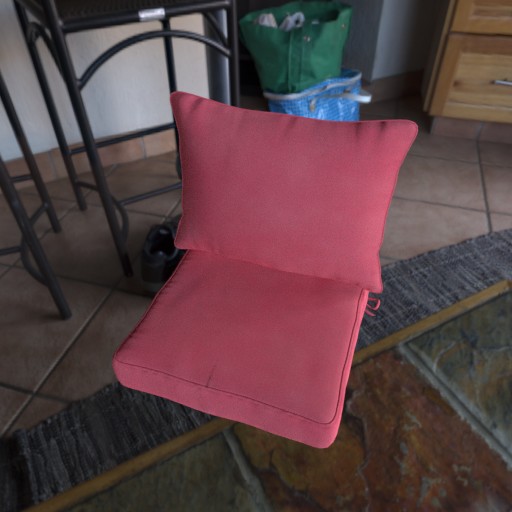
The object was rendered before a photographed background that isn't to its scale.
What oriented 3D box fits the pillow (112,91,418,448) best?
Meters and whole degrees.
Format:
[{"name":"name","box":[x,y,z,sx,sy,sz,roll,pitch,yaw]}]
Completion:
[{"name":"pillow","box":[0.000,0.000,1.346,0.798,0.725,0.733,12,42,14]}]
